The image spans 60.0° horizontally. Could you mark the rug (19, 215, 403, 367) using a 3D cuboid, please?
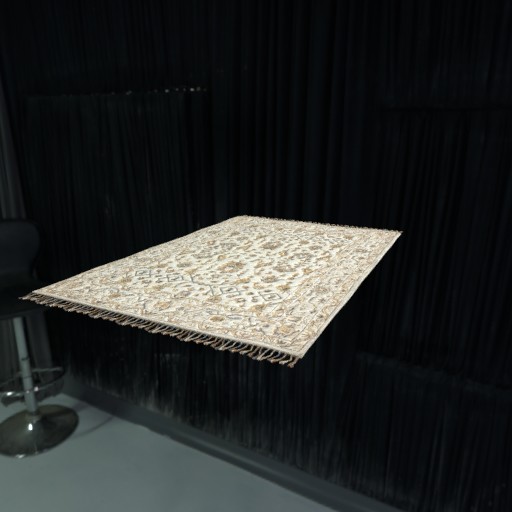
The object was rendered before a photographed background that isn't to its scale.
[{"bbox_3d":[0.000,0.000,2.991,1.529,0.027,2.434,8,18,26],"label":"rug"}]
